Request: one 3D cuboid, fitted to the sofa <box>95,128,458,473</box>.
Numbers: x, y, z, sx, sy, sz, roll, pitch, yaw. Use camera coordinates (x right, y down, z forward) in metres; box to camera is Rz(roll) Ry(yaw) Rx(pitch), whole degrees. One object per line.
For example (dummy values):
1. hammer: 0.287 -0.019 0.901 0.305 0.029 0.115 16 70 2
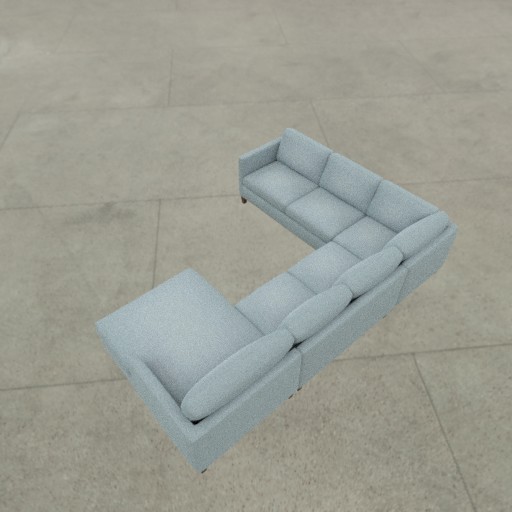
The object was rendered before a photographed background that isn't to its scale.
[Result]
1. sofa: 0.000 0.000 4.614 3.403 0.889 2.551 -32 53 -28
